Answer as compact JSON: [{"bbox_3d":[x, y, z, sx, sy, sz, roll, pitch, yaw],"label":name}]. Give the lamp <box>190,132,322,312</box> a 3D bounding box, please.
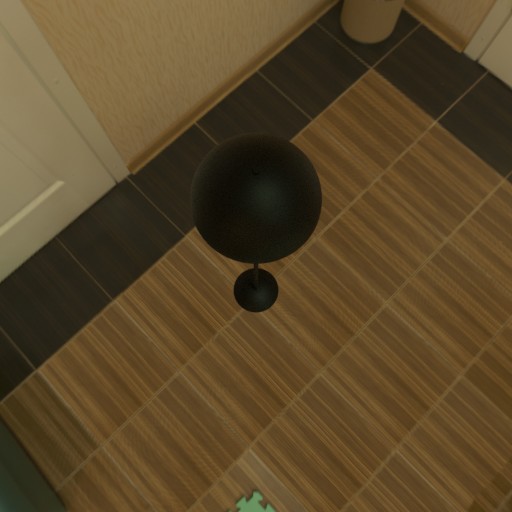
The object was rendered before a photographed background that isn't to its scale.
[{"bbox_3d":[0.000,0.000,1.659,0.328,1.480,0.328,16,76,4],"label":"lamp"}]
